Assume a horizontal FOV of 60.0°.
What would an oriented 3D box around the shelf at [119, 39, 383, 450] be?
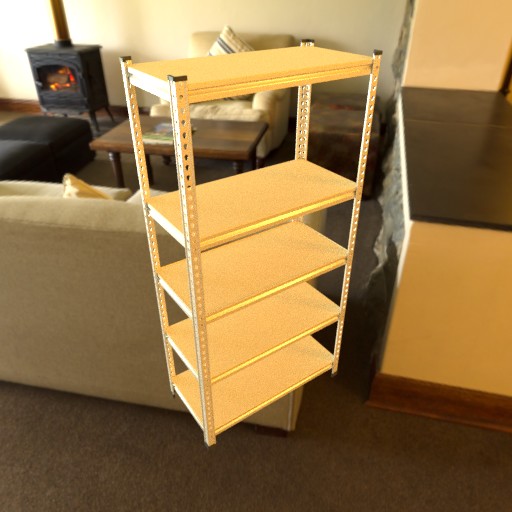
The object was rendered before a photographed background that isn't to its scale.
[{"bbox_3d":[0.000,0.000,2.180,0.914,1.829,0.457,-21,38,-29],"label":"shelf"}]
